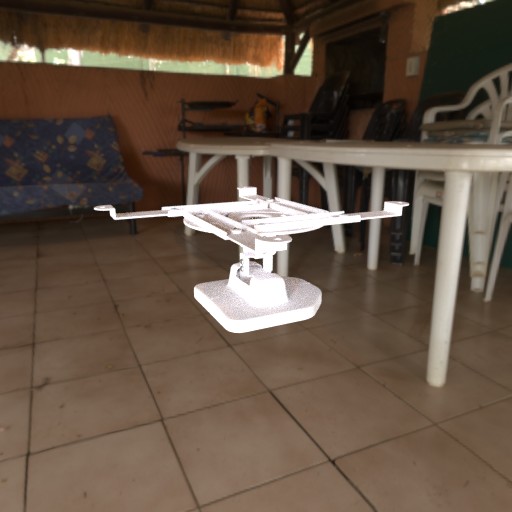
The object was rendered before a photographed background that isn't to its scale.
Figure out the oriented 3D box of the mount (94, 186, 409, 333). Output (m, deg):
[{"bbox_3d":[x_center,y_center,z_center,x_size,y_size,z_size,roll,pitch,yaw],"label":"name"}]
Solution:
[{"bbox_3d":[0.000,0.000,0.610,0.394,0.141,0.394,-7,17,-25],"label":"mount"}]
